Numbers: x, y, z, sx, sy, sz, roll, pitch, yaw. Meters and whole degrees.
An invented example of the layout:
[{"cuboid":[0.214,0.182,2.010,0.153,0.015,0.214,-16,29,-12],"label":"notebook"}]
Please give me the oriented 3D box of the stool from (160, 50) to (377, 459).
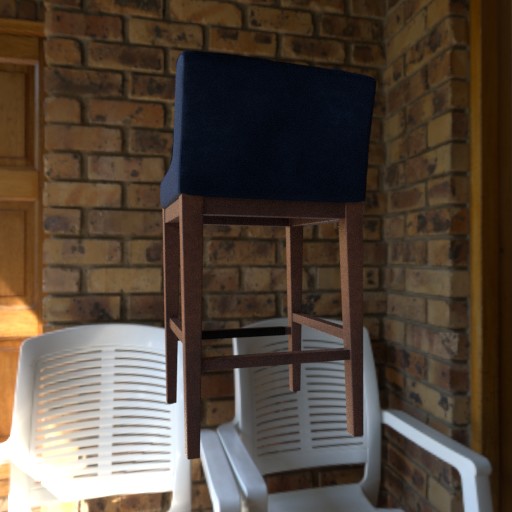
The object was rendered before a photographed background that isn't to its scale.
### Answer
[{"cuboid":[0.000,0.000,1.288,0.511,0.945,0.516,0,0,-18],"label":"stool"}]
